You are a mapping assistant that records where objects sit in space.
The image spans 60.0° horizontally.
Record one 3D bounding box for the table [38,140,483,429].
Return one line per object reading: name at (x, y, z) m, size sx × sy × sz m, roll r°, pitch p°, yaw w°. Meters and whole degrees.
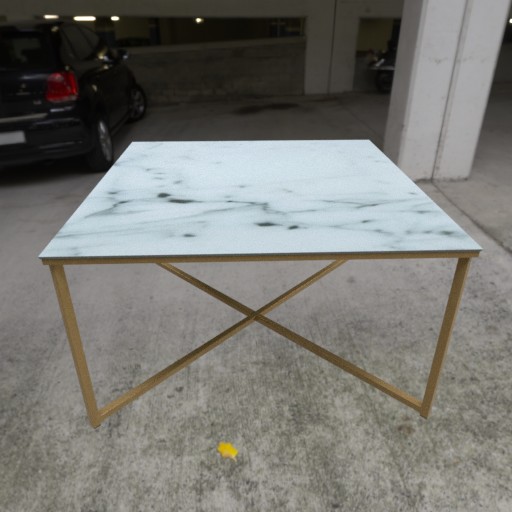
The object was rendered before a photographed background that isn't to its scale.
table at (0.000, 0.000, 1.254) m, size 0.800 × 0.450 × 0.800 m, roll -1°, pitch 29°, yaw -2°
